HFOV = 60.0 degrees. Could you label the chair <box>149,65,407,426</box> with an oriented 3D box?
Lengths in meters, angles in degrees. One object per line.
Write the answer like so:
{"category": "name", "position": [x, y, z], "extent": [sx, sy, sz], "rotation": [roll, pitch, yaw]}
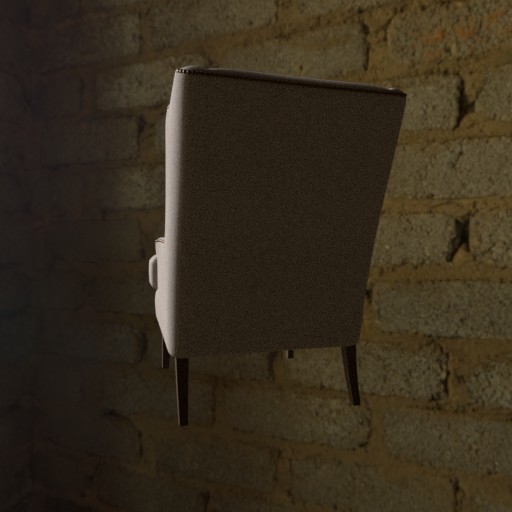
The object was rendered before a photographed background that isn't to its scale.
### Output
{"category": "chair", "position": [0.000, 0.000, 1.650], "extent": [0.737, 1.029, 0.940], "rotation": [-1, 2, -16]}
